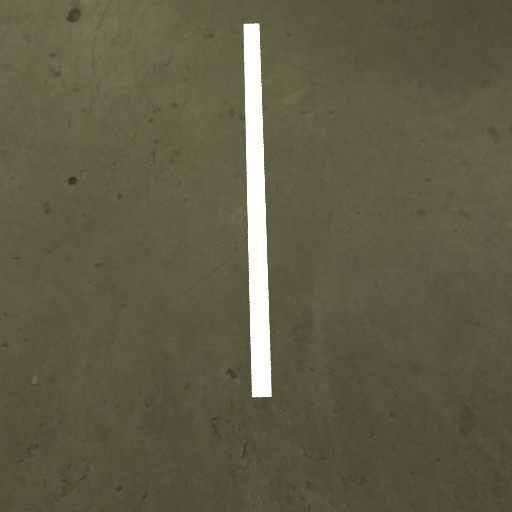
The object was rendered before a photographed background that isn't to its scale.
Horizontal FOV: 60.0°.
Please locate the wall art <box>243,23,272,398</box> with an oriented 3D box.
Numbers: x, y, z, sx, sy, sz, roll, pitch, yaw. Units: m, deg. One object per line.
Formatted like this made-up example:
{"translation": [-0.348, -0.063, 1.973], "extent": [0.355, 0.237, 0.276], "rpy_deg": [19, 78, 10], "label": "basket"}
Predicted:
{"translation": [0.000, 0.000, 1.406], "extent": [0.037, 1.062, 0.801], "rpy_deg": [-1, 75, 0], "label": "wall art"}
